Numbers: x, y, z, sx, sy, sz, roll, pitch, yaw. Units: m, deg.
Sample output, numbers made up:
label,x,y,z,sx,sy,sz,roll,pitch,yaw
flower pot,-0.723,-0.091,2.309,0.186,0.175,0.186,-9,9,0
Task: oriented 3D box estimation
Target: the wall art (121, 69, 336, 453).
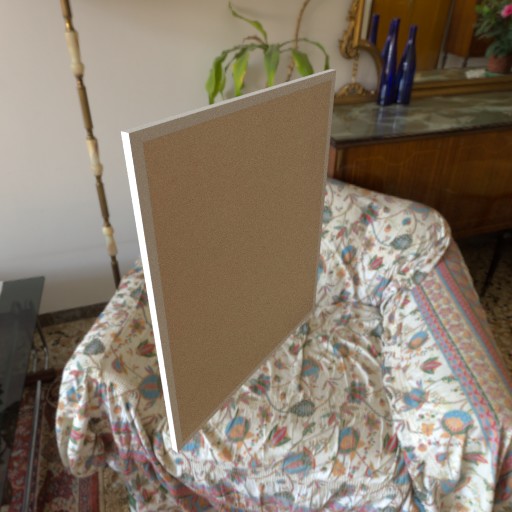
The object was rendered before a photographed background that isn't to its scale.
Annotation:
label,x,y,z,sx,sy,sz,roll,pitch,yaw
wall art,0.000,0.000,0.789,0.012,0.557,0.482,21,38,30
